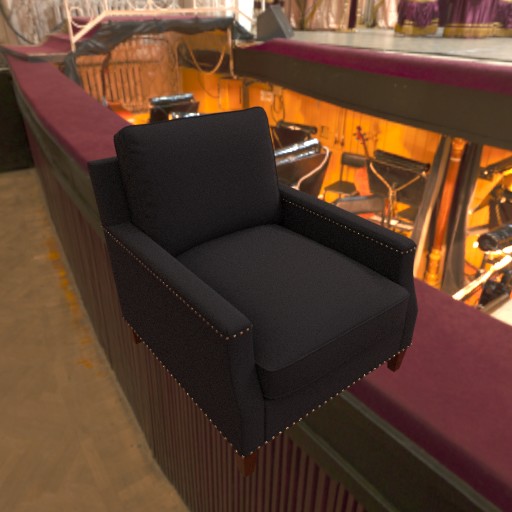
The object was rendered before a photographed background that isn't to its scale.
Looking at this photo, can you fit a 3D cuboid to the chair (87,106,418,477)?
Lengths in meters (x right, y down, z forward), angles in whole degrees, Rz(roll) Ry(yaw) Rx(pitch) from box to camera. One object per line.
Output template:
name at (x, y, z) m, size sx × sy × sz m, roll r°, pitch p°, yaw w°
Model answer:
chair at (0.000, 0.000, 1.711) m, size 0.853 × 0.943 × 1.014 m, roll -21°, pitch 35°, yaw -32°
